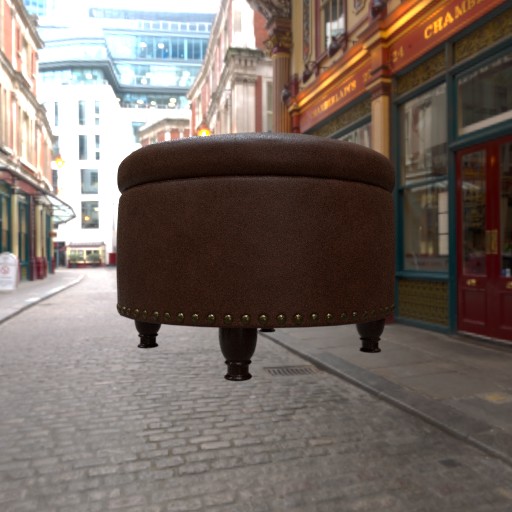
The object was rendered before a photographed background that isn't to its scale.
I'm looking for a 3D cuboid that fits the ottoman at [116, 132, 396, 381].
[{"bbox_3d":[0.000,0.000,1.060,0.637,0.442,0.637,0,-1,0],"label":"ottoman"}]
